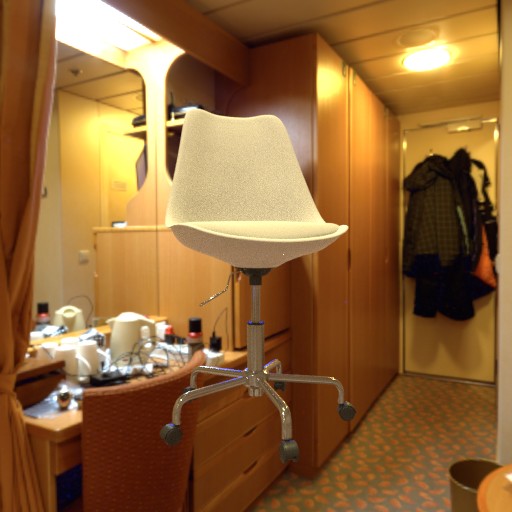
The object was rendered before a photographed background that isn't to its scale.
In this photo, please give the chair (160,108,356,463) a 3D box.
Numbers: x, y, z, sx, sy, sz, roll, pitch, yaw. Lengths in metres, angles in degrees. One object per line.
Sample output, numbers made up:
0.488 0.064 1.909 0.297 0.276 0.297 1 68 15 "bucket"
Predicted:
0.000 0.000 1.243 0.550 0.930 0.550 -1 2 -17 "chair"
